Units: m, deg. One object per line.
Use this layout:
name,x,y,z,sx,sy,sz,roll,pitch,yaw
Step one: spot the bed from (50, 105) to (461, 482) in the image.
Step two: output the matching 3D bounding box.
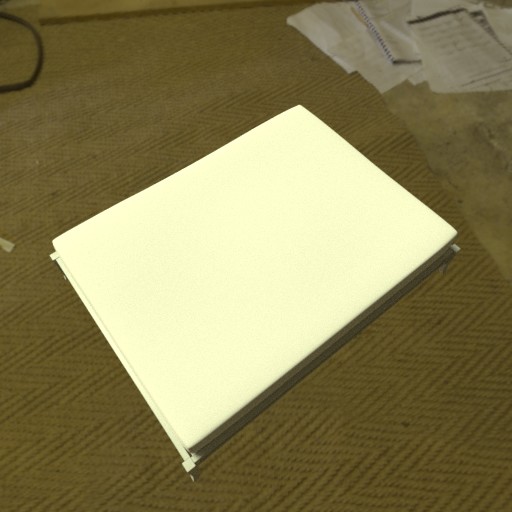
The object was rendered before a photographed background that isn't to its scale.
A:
bed,0.000,0.000,2.848,2.108,0.510,1.604,-34,65,-18
